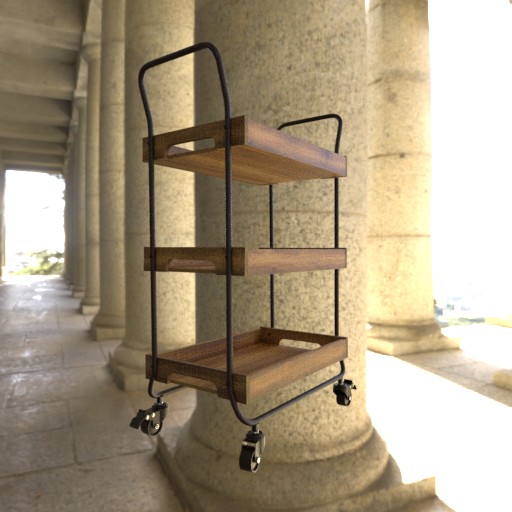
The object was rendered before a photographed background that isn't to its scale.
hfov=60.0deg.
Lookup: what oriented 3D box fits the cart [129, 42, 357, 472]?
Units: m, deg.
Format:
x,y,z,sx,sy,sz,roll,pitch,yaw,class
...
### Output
x,y,z,sx,sy,sz,roll,pitch,yaw,class
0.000,0.000,1.162,0.339,0.857,0.583,1,1,36,cart
